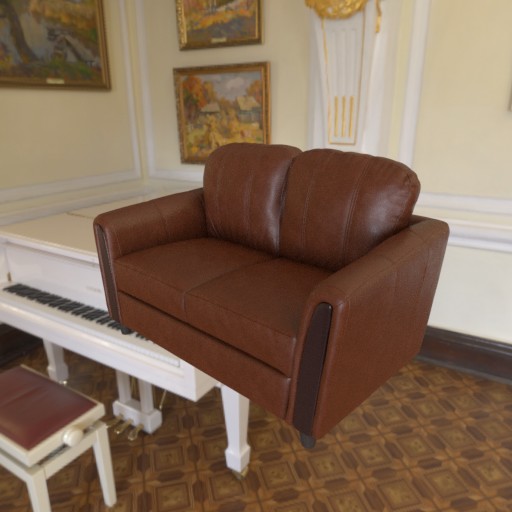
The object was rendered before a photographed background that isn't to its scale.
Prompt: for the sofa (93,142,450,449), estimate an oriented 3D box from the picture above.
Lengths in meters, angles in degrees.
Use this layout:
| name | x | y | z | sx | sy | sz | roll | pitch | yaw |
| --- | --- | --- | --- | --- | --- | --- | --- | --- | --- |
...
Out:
| name | x | y | z | sx | sy | sz | roll | pitch | yaw |
| --- | --- | --- | --- | --- | --- | --- | --- | --- | --- |
| sofa | 0.000 | 0.000 | 1.942 | 1.406 | 0.906 | 0.805 | 16 | 24 | 41 |
